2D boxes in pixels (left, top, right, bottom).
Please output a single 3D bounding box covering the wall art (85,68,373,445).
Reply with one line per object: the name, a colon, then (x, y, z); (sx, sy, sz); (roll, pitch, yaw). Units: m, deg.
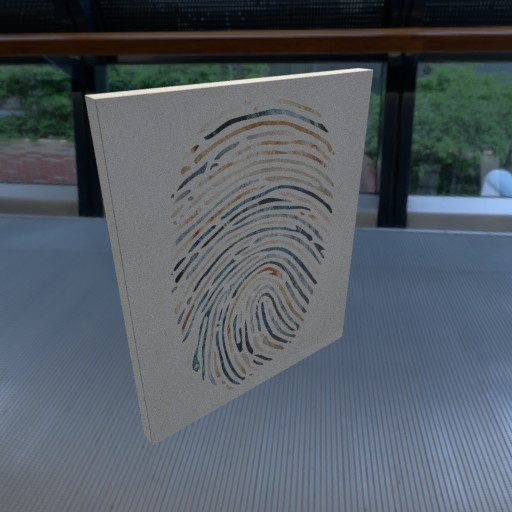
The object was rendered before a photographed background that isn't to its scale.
wall art: (0.000, 0.000, 0.815); (0.508, 0.606, 0.037); (-21, 35, -33)
